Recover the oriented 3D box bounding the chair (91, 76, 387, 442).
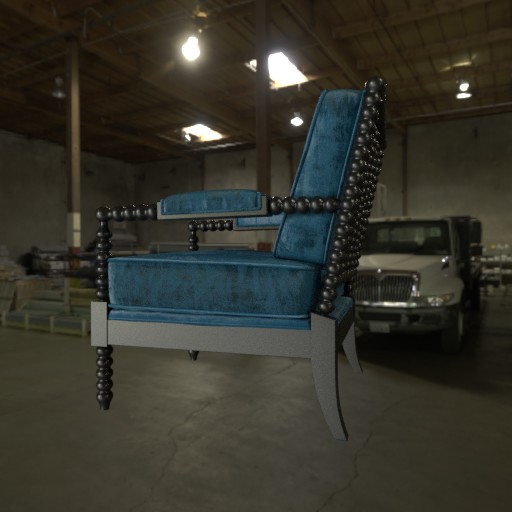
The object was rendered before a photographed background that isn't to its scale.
[{"bbox_3d":[0.000,0.000,1.424,0.805,0.857,0.688,0,0,17],"label":"chair"}]
